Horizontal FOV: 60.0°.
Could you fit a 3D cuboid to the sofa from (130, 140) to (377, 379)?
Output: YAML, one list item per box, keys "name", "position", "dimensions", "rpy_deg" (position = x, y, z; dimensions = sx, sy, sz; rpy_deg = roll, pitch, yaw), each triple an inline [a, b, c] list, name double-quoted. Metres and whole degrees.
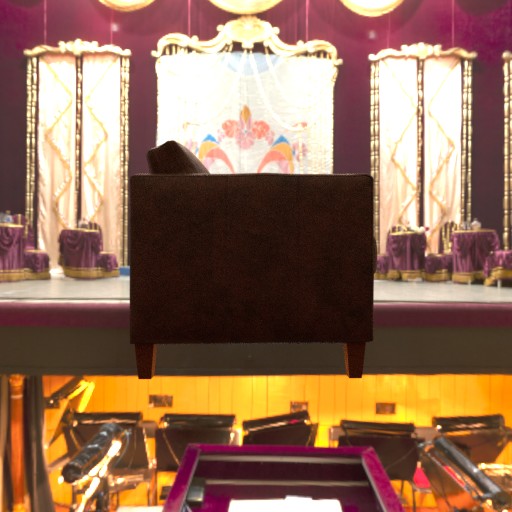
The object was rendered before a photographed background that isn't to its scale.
- name: "sofa"
  position: [0.000, 0.000, 2.961]
  dimensions: [1.045, 1.006, 2.464]
  rpy_deg: [0, 0, -1]
